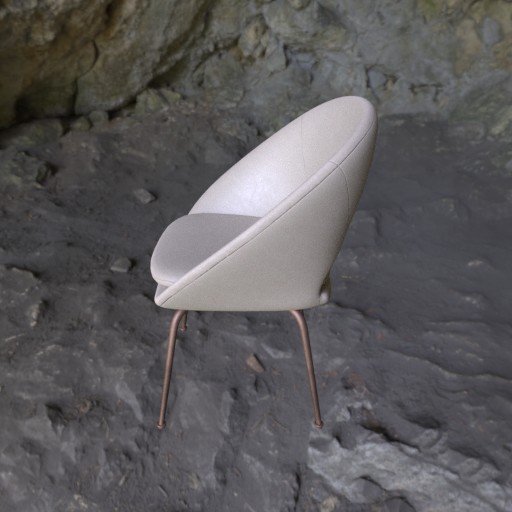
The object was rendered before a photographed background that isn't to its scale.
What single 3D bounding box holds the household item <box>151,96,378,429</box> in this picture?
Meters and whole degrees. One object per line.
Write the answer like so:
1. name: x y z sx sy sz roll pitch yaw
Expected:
1. household item: 0.000 0.000 1.265 0.573 0.852 0.623 0 28 0
